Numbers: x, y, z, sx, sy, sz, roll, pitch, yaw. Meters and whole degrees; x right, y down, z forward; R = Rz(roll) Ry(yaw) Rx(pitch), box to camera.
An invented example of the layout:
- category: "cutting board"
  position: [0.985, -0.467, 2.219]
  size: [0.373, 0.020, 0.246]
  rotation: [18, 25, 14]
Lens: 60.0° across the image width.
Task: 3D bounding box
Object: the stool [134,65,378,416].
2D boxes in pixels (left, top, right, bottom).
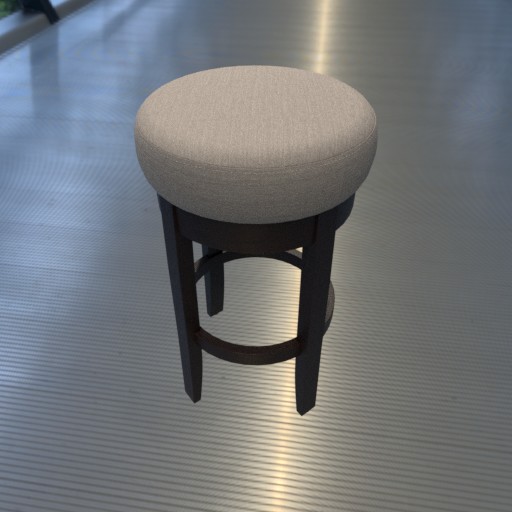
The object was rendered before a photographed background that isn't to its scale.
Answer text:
- category: "stool"
  position: [0.000, 0.000, 1.025]
  size: [0.443, 0.757, 0.443]
  rotation: [0, 41, 0]
